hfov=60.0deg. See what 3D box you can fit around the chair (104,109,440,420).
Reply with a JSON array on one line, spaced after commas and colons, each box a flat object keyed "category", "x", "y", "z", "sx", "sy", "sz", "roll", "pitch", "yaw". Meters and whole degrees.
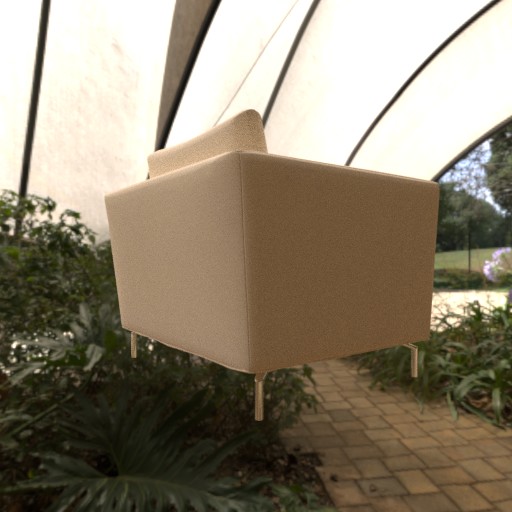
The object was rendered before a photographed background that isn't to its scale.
[{"category": "chair", "x": 0.000, "y": 0.000, "z": 1.725, "sx": 0.889, "sy": 0.865, "sz": 1.041, "roll": 0, "pitch": 0, "yaw": -36}]
